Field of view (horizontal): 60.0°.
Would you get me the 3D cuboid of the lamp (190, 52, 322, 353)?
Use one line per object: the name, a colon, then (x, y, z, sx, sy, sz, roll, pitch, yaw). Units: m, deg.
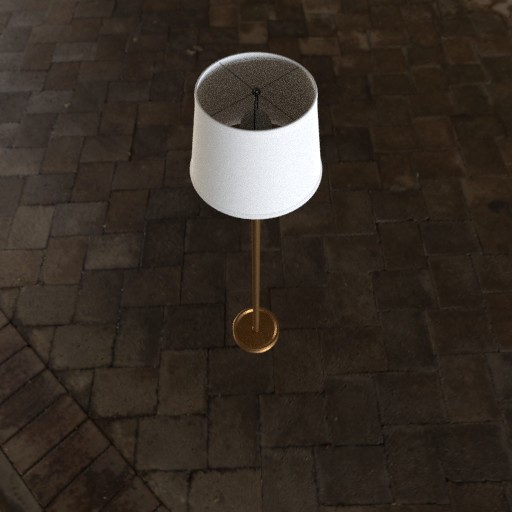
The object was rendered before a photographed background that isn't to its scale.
lamp: (0.000, 0.000, 0.797, 0.178, 0.710, 0.178, 0, 58, 0)
